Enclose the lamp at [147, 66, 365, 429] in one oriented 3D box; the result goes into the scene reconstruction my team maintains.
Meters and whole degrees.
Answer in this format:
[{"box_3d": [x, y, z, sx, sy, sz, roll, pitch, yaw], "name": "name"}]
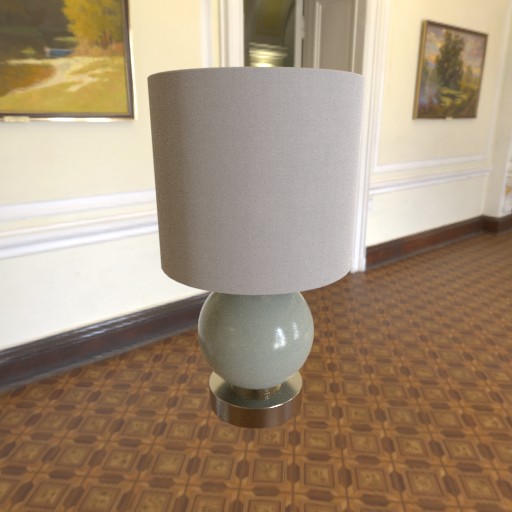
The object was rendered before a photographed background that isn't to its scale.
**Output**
[{"box_3d": [0.000, 0.000, 0.472, 0.201, 0.353, 0.201, -8, 19, -25], "name": "lamp"}]
